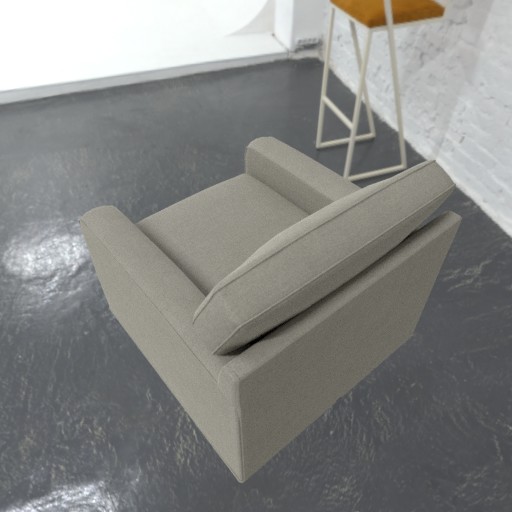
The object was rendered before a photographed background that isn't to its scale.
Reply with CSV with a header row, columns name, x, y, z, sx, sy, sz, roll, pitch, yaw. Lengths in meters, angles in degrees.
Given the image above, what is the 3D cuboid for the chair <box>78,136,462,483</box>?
name,x,y,z,sx,sy,sz,roll,pitch,yaw
chair,0.000,0.000,1.770,0.999,0.934,1.044,-30,52,-27
